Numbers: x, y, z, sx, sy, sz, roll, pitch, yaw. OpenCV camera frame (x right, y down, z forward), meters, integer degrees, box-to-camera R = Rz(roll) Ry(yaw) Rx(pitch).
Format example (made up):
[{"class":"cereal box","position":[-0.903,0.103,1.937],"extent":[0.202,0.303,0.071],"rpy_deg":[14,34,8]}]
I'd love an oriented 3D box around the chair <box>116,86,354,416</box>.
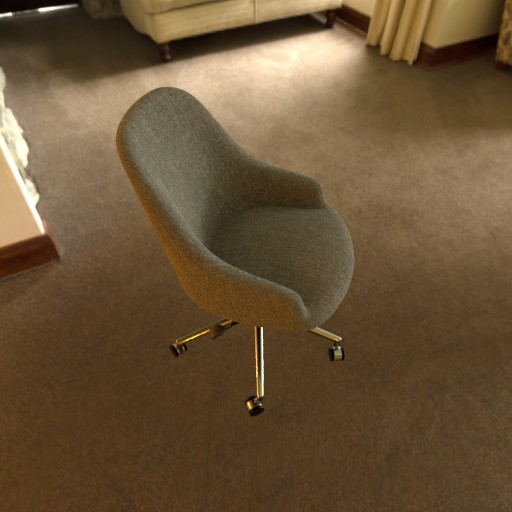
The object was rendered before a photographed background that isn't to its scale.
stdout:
[{"class":"chair","position":[0.000,0.000,1.455],"extent":[0.712,0.950,0.671],"rpy_deg":[9,47,9]}]
